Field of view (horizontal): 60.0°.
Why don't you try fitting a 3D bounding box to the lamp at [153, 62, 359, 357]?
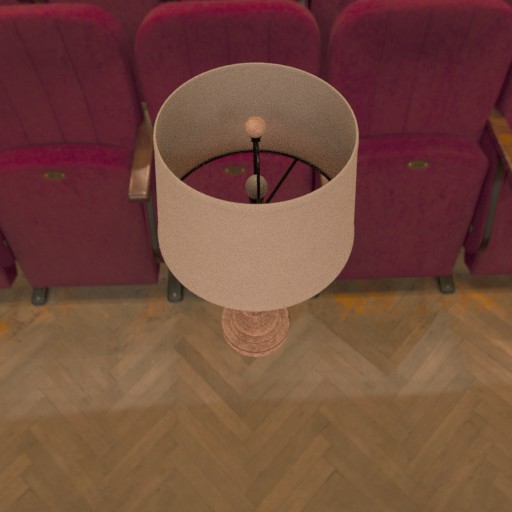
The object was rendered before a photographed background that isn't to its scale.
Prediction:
[{"bbox_3d":[0.000,0.000,0.867,0.340,0.678,0.340,0,58,0],"label":"lamp"}]
